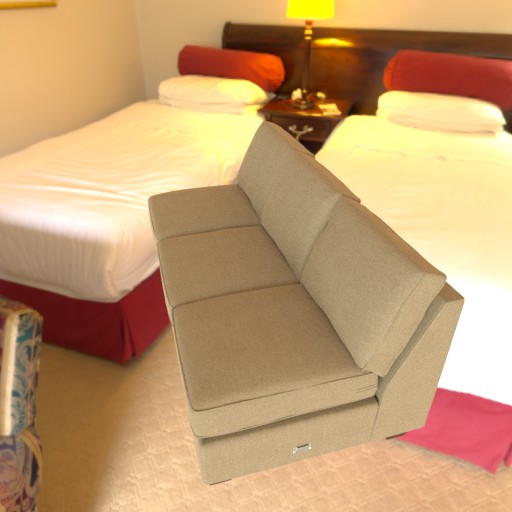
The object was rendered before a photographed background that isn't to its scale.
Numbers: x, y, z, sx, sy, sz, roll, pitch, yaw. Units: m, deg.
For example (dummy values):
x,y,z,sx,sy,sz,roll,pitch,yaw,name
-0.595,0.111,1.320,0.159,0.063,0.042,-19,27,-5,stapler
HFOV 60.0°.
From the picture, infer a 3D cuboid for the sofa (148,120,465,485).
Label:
x,y,z,sx,sy,sz,roll,pitch,yaw,name
0.000,0.000,2.620,1.127,1.036,2.092,-9,33,-14,sofa
